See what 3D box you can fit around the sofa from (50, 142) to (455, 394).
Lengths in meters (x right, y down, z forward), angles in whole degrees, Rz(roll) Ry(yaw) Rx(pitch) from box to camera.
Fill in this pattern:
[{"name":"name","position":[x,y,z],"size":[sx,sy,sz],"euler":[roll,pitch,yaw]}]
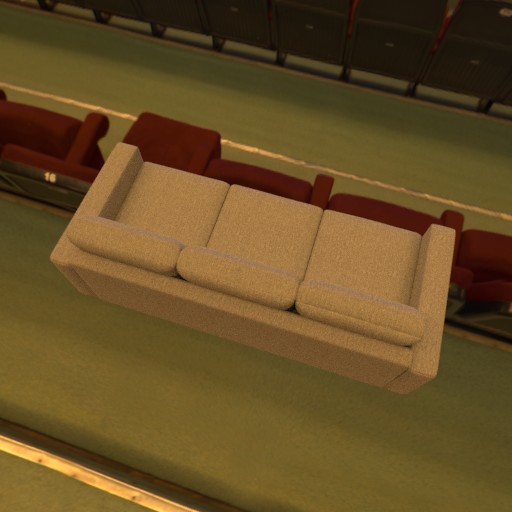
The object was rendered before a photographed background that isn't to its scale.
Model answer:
[{"name":"sofa","position":[0.000,0.000,2.611],"size":[2.120,0.800,0.900],"euler":[16,64,8]}]
